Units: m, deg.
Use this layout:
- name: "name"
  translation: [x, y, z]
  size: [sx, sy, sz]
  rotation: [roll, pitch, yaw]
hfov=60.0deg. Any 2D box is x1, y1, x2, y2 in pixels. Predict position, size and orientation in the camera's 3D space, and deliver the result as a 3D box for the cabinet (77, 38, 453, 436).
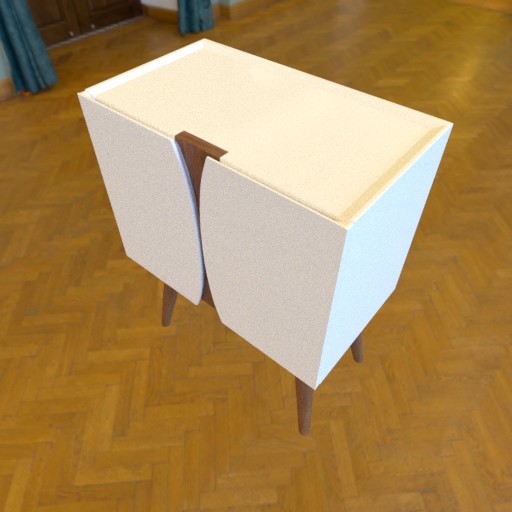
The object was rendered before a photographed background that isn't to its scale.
- name: "cabinet"
  translation: [0.000, 0.000, 1.072]
  size: [0.591, 0.772, 0.344]
  rotation: [31, 54, 26]
